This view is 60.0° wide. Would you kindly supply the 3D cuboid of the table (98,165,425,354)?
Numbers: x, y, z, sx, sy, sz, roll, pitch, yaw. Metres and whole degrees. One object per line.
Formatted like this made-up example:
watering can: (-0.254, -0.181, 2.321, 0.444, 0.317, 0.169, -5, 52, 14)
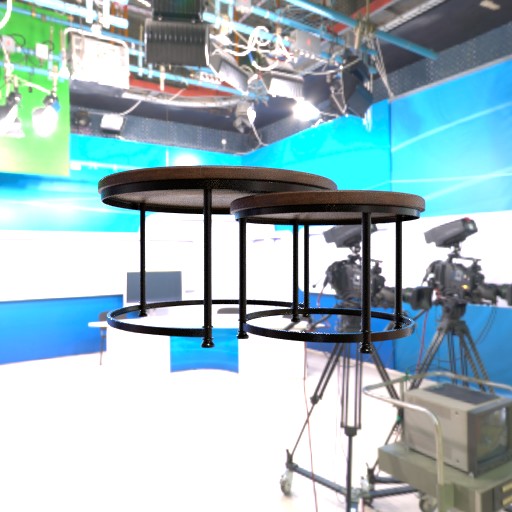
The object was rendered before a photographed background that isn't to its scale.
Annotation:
table: (0.000, 0.000, 1.629, 1.152, 0.516, 0.870, 0, 0, 17)
